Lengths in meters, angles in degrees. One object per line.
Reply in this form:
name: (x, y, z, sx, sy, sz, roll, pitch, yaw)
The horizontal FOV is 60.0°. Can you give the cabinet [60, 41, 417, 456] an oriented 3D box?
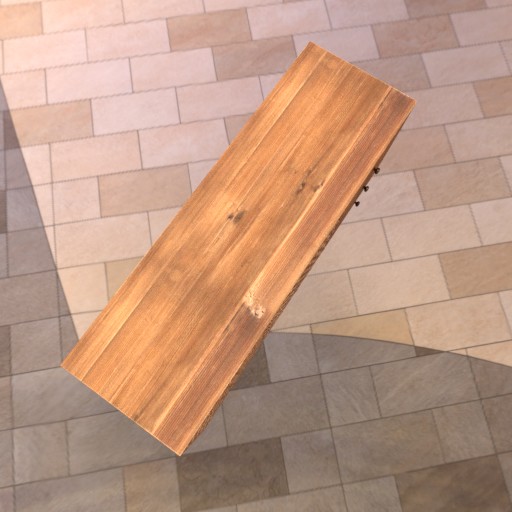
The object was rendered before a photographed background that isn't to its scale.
cabinet: (0.000, 0.000, 1.831, 0.472, 0.800, 1.400, 33, 78, 8)
